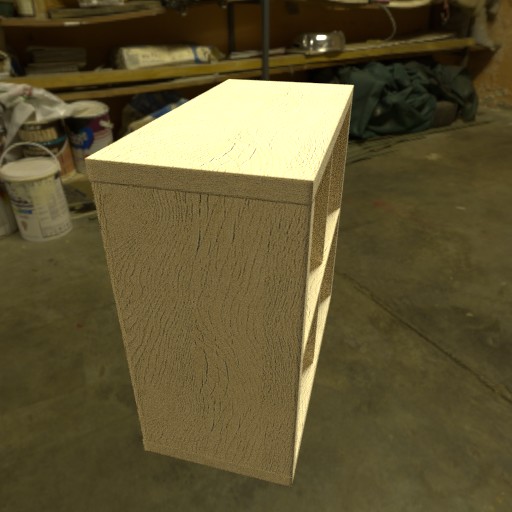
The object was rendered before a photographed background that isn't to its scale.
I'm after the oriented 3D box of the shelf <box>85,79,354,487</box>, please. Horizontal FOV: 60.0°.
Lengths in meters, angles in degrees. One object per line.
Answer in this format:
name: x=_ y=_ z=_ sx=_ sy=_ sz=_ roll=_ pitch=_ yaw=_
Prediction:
shelf: x=0.000 y=0.000 z=1.238 sx=0.390 sy=0.786 sz=0.790 roll=8 pitch=32 yaw=13
